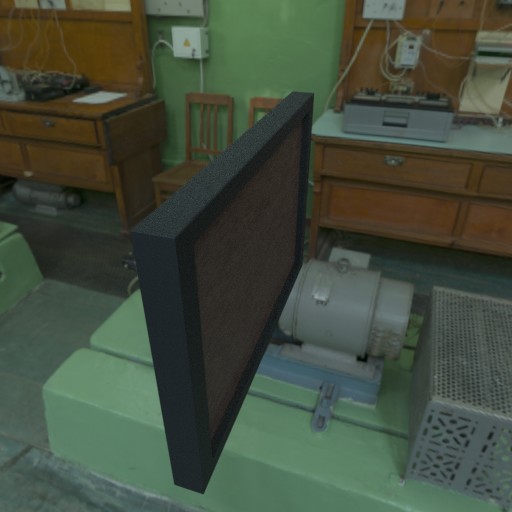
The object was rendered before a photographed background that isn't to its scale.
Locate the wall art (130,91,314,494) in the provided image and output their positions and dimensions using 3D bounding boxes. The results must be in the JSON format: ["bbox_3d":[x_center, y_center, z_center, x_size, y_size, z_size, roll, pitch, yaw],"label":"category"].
[{"bbox_3d":[0.000,0.000,0.836,0.051,0.456,0.671,10,34,15],"label":"wall art"}]
